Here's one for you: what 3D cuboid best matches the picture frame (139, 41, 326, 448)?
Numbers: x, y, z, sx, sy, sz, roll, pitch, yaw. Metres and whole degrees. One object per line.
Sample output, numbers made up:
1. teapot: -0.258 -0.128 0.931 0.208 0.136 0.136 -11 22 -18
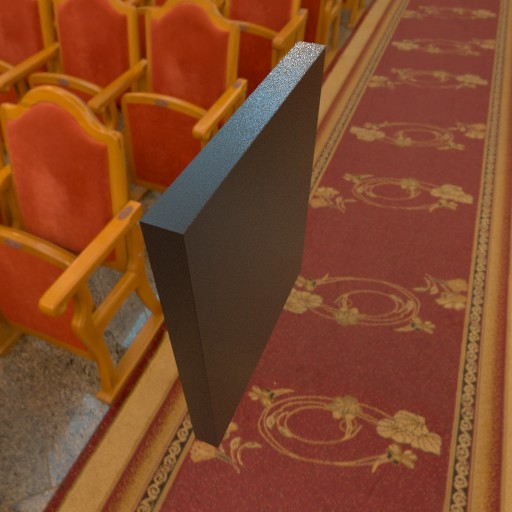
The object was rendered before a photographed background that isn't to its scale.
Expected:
1. picture frame: 0.000 0.000 0.534 0.034 0.378 0.328 17 49 15
